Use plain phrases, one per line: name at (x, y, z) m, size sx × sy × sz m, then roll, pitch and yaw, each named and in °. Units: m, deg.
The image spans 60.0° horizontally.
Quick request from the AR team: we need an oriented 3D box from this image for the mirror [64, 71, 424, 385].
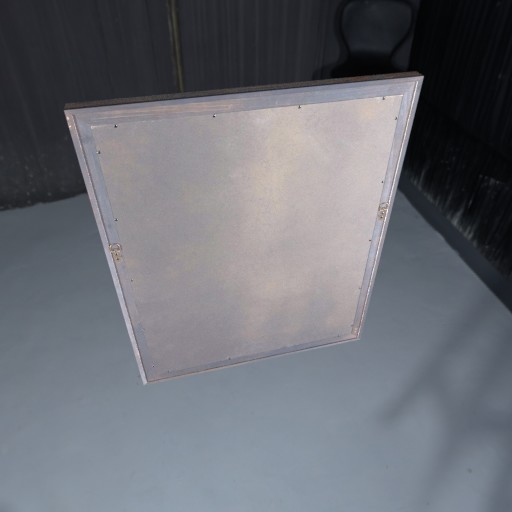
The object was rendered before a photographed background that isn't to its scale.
mirror at (0.000, 0.000, 1.175) m, size 0.730 × 0.882 × 0.032 m, roll -9°, pitch 42°, yaw -11°
